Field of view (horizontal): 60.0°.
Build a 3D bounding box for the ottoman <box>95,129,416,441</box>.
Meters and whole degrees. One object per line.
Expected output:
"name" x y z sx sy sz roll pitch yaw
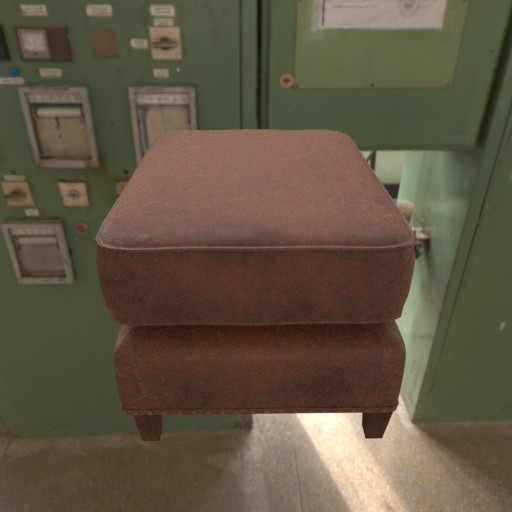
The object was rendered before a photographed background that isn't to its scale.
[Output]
"ottoman" 0.000 0.000 1.139 0.589 0.537 0.738 0 31 -1
